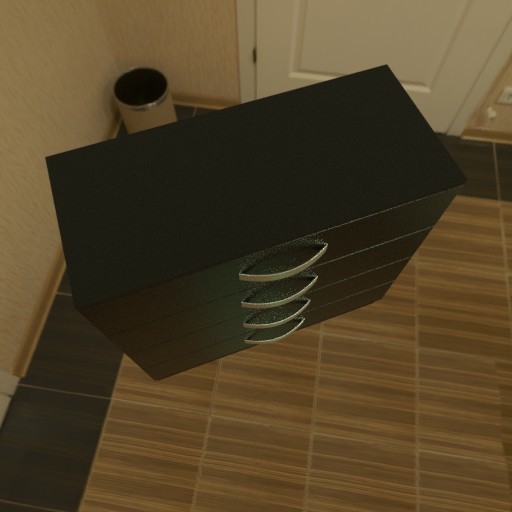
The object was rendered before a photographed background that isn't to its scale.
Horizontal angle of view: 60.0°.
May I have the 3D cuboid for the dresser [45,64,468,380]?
[{"bbox_3d":[0.000,0.000,1.174,0.750,0.720,0.360,-18,65,-9],"label":"dresser"}]
